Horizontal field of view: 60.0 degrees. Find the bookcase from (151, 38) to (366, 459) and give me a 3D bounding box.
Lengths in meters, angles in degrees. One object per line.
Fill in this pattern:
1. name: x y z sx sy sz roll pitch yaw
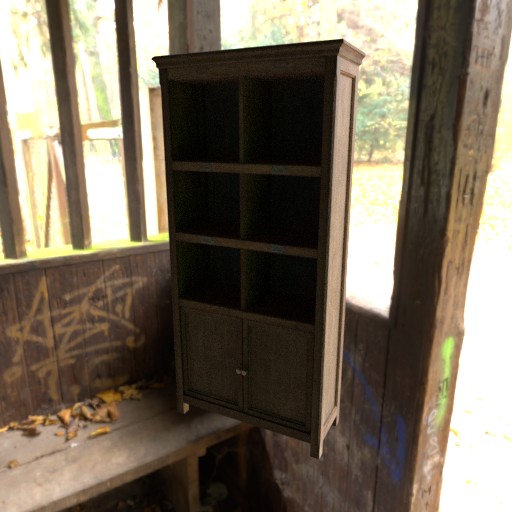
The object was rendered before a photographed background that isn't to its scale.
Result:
1. bookcase: 0.000 0.000 2.236 0.906 1.880 0.348 8 17 26
